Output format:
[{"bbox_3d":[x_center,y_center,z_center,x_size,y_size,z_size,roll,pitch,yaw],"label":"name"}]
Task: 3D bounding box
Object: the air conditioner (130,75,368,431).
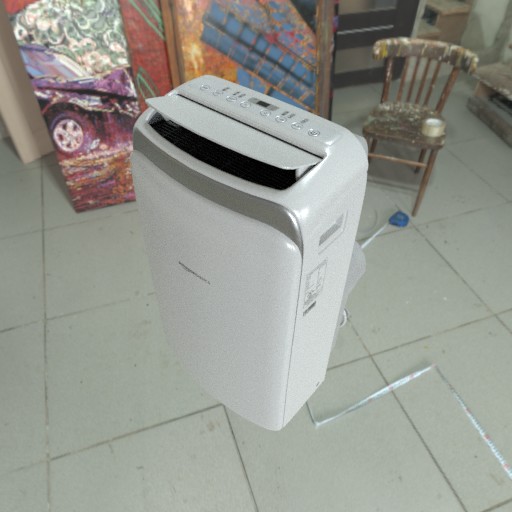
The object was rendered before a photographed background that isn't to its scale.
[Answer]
[{"bbox_3d":[0.000,0.000,1.071,0.449,0.786,0.414,32,53,28],"label":"air conditioner"}]
